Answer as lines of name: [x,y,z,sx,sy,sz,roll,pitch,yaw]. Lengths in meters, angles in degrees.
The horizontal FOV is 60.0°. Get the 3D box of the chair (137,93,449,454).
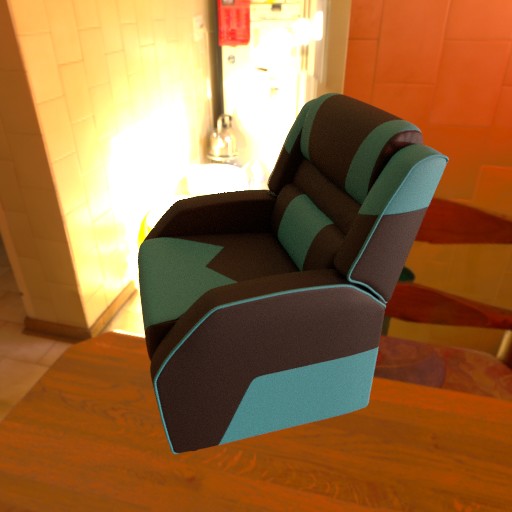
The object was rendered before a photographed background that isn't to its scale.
chair: [0.000,0.000,1.271,0.672,0.805,0.620,-8,31,-14]
